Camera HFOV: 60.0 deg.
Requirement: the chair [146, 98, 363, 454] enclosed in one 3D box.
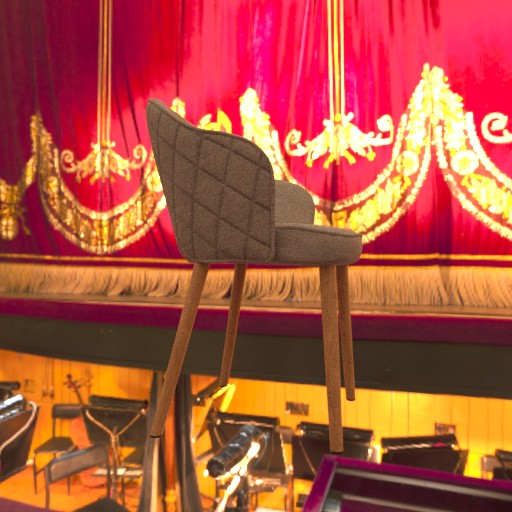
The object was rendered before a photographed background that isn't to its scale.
[{"bbox_3d":[0.000,0.000,1.137,0.530,0.800,0.540,0,-1,16],"label":"chair"}]
